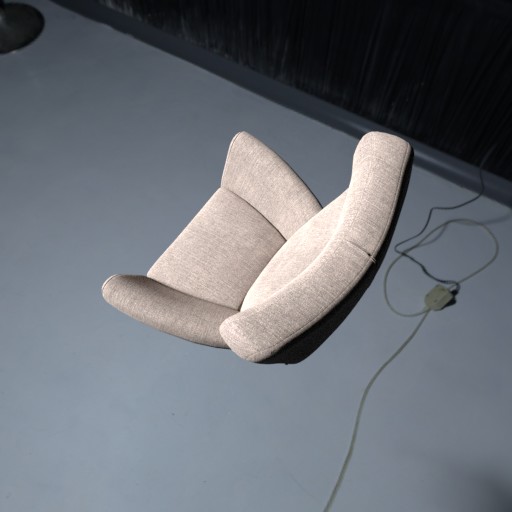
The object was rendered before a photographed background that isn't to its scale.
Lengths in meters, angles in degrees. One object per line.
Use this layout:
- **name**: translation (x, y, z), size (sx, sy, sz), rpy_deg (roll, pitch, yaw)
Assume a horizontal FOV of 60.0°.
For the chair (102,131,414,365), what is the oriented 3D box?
- **chair**: translation (0.000, 0.000, 1.818), size (0.900, 1.040, 0.980), rpy_deg (31, 68, 14)
